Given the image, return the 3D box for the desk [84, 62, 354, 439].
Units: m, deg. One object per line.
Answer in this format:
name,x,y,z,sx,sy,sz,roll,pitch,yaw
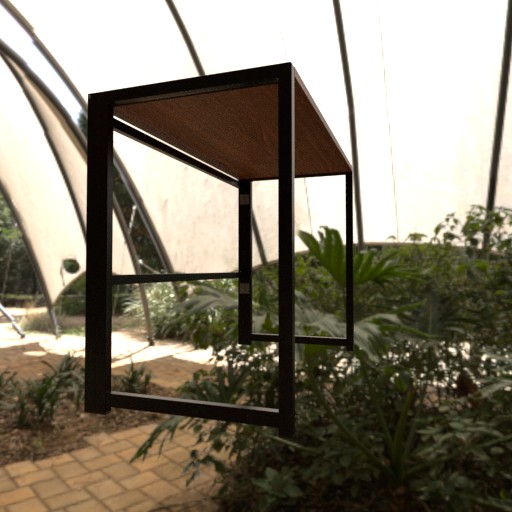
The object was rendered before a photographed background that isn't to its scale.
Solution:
desk,0.000,0.000,1.452,0.508,0.762,1.016,-1,-2,19
